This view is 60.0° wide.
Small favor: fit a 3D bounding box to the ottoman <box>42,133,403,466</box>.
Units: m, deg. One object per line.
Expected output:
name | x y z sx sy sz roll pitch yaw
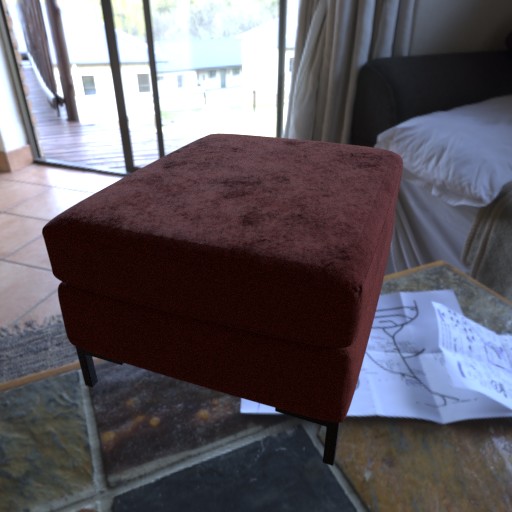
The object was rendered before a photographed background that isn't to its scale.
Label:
ottoman | 0.000 0.000 1.171 0.650 0.462 0.782 11 31 18
